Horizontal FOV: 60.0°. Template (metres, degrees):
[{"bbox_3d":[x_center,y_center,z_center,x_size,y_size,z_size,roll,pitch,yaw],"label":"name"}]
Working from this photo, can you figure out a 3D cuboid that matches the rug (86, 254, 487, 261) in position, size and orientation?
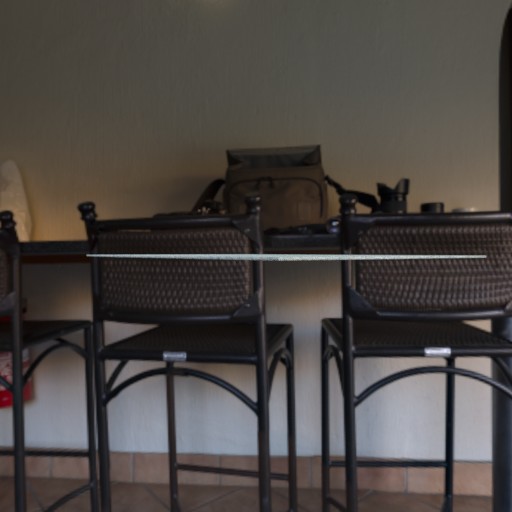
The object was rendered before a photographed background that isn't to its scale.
[{"bbox_3d":[0.000,0.000,2.948,1.547,0.013,2.283,0,1,-37],"label":"rug"}]
